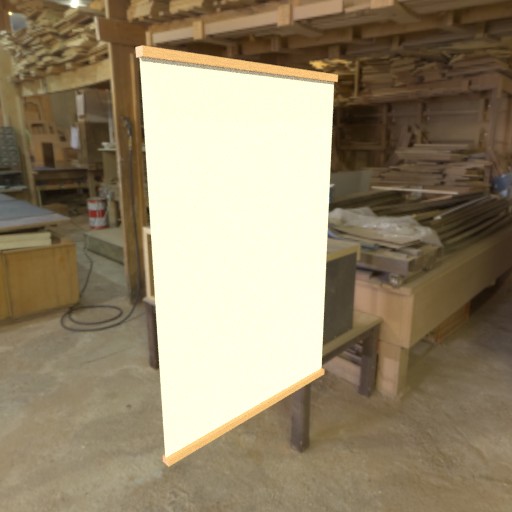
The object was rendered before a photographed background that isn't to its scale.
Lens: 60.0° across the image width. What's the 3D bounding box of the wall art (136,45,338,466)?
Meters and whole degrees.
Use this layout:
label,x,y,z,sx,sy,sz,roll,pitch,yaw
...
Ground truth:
label,x,y,z,sx,sy,sz,roll,pitch,yaw
wall art,0.000,0.000,1.879,0.991,1.510,0.040,-15,21,-42
